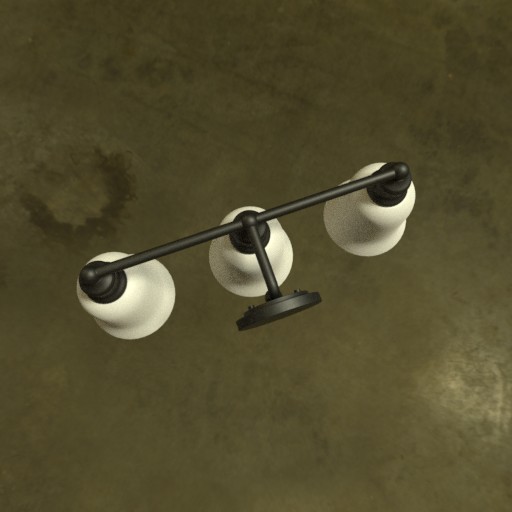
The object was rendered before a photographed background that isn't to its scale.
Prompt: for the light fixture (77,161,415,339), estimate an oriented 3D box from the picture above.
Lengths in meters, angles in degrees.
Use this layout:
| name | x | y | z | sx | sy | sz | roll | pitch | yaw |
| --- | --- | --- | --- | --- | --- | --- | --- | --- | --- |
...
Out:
| name | x | y | z | sx | sy | sz | roll | pitch | yaw |
| --- | --- | --- | --- | --- | --- | --- | --- | --- | --- |
| light fixture | 0.000 | 0.000 | 0.658 | 0.570 | 0.211 | 0.198 | -19 | 78 | -4 |
